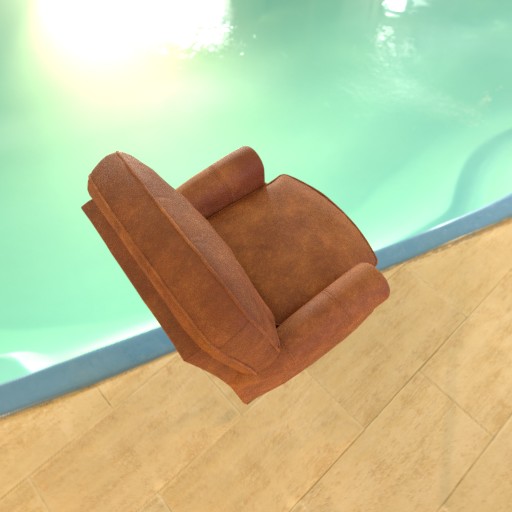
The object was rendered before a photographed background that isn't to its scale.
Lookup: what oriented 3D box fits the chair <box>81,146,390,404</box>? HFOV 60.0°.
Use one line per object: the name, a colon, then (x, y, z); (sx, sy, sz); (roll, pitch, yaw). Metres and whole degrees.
chair: (0.000, 0.000, 1.802); (0.986, 1.018, 0.936); (-32, 63, -19)
